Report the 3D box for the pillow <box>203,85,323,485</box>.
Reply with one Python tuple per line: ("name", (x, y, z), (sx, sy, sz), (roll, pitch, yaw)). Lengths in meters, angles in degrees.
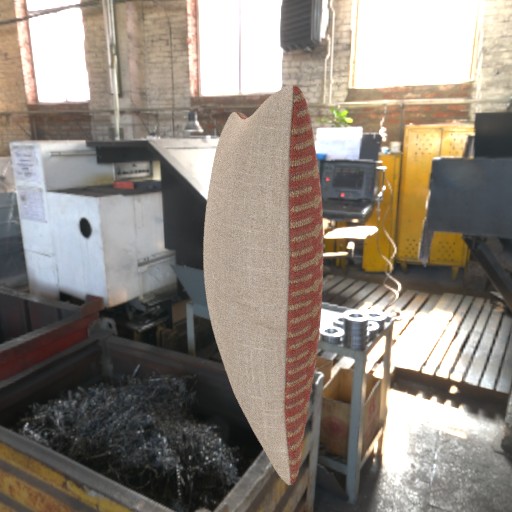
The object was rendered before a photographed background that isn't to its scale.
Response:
("pillow", (0.000, 0.000, 0.767), (0.182, 0.503, 0.511), (-2, 15, -9))
